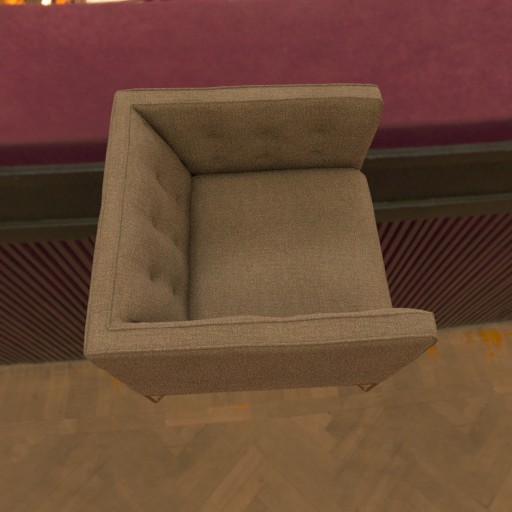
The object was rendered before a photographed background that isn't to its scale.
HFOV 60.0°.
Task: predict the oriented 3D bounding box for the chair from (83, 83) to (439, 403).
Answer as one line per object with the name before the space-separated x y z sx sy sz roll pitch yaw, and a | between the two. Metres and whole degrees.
chair | 0.000 0.000 1.634 0.912 0.799 0.920 -3 64 -1
